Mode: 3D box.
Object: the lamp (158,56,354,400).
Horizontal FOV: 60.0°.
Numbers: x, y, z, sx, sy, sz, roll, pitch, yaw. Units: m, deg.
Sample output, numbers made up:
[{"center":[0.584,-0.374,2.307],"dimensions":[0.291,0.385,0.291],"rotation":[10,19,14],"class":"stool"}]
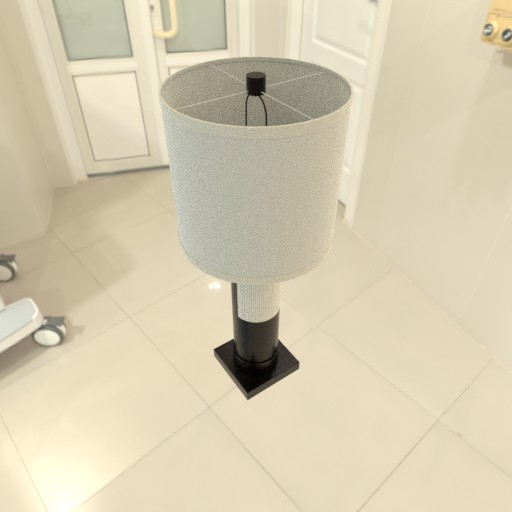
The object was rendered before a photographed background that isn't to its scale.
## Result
[{"center":[0.000,0.000,0.639],"dimensions":[0.211,0.509,0.211],"rotation":[-24,46,-26],"class":"lamp"}]
